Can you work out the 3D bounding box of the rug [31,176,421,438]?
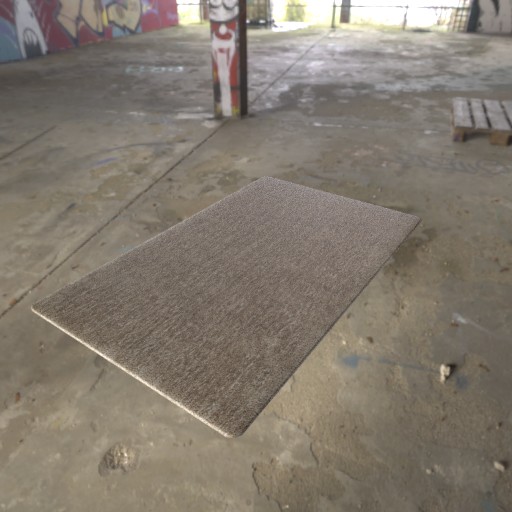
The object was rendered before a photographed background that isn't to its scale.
[{"bbox_3d":[0.000,0.000,3.078,1.539,0.024,2.469,21,38,29],"label":"rug"}]
